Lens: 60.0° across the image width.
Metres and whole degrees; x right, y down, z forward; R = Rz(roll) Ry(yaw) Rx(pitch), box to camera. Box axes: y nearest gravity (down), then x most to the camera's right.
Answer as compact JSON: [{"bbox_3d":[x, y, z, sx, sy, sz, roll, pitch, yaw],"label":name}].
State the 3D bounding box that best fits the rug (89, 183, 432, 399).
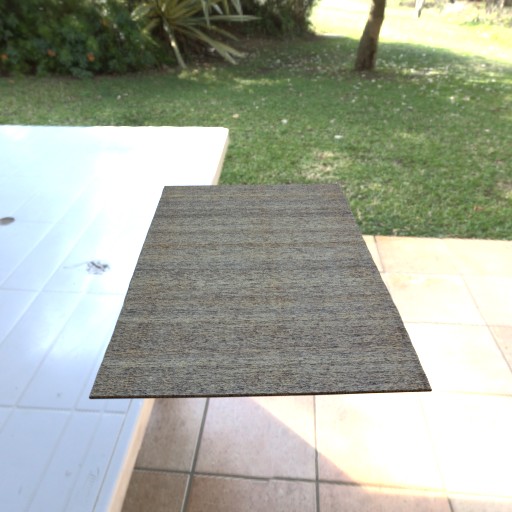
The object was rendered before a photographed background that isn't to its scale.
[{"bbox_3d":[0.000,0.000,2.355,1.243,0.014,1.846,-1,33,-1],"label":"rug"}]
